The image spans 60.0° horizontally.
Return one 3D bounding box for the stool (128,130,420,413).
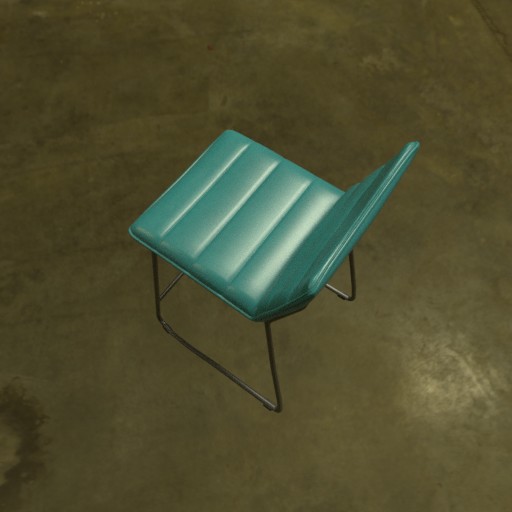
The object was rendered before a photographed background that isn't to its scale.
[{"bbox_3d":[0.000,0.000,1.190,0.524,0.866,0.489,32,67,16],"label":"stool"}]
